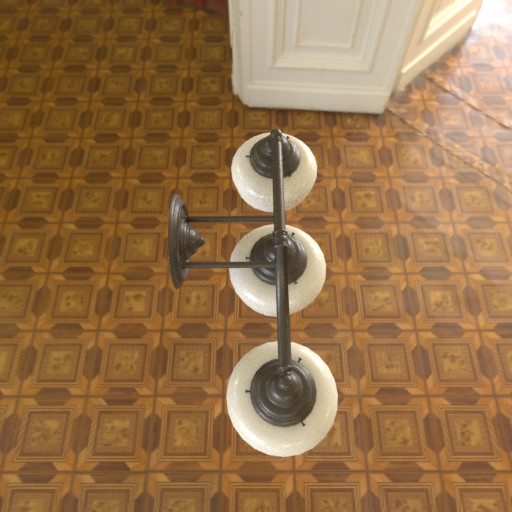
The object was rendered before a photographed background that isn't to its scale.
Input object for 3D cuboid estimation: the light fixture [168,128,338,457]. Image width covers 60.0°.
[{"bbox_3d":[0.000,0.000,0.715,0.239,0.242,0.587,0,63,0],"label":"light fixture"}]
